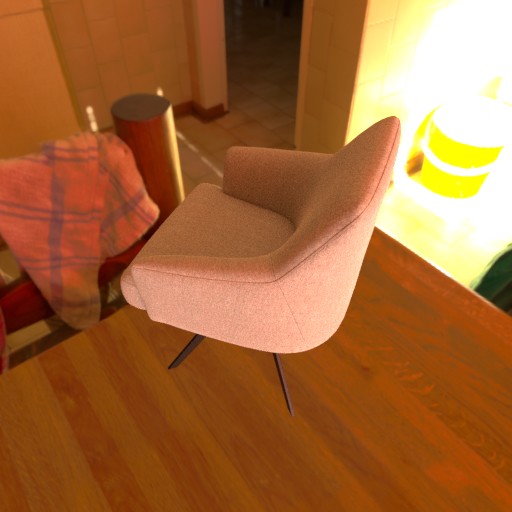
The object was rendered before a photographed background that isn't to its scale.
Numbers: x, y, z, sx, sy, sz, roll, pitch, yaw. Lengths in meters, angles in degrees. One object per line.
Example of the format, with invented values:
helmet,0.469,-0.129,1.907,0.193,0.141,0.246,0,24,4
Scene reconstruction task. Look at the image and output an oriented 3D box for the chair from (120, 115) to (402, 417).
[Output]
chair,0.000,0.000,1.383,0.677,0.874,0.642,16,47,16
